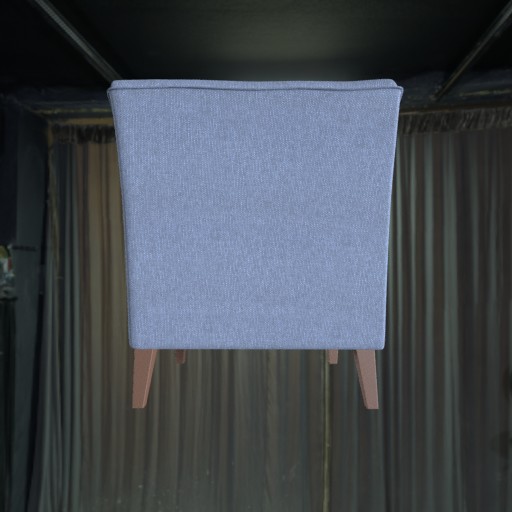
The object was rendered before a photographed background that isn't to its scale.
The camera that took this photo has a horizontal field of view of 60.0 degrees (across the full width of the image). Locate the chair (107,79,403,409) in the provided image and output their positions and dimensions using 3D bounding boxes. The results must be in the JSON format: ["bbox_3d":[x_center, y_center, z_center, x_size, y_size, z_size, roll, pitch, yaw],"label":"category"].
[{"bbox_3d":[0.000,0.000,1.574,0.780,0.919,0.899,0,-1,1],"label":"chair"}]
